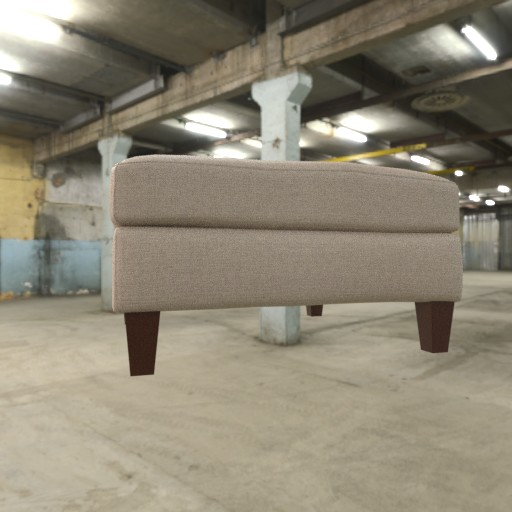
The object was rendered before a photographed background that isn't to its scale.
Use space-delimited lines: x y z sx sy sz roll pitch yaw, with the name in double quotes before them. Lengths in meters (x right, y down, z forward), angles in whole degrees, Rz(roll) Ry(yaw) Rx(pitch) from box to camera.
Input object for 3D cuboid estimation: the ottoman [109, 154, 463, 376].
"ottoman" 0.000 0.000 1.353 0.838 0.481 0.838 0 0 -17
